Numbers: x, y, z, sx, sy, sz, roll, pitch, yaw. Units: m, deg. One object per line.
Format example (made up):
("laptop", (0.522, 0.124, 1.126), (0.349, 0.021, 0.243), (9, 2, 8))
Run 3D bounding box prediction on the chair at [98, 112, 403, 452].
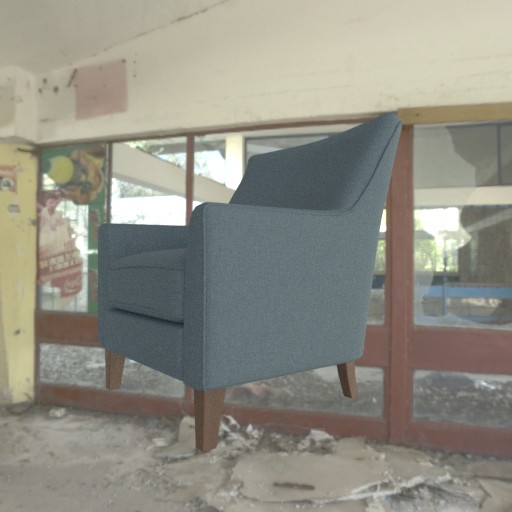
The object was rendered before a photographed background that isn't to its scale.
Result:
("chair", (0.000, 0.000, 1.527), (0.879, 0.916, 0.756), (1, -1, -37))
